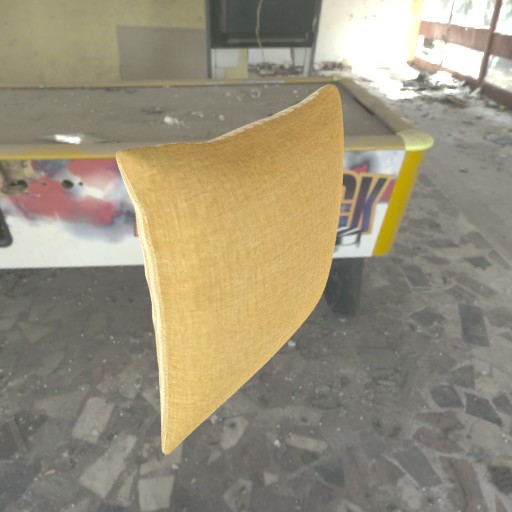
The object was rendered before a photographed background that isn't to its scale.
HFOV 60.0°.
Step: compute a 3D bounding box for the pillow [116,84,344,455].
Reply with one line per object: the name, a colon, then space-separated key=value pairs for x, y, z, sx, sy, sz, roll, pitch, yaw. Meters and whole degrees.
pillow: x=0.000 y=0.000 z=0.627 sx=0.173 sy=0.407 sz=0.419 roll=20 pitch=36 yaw=29
